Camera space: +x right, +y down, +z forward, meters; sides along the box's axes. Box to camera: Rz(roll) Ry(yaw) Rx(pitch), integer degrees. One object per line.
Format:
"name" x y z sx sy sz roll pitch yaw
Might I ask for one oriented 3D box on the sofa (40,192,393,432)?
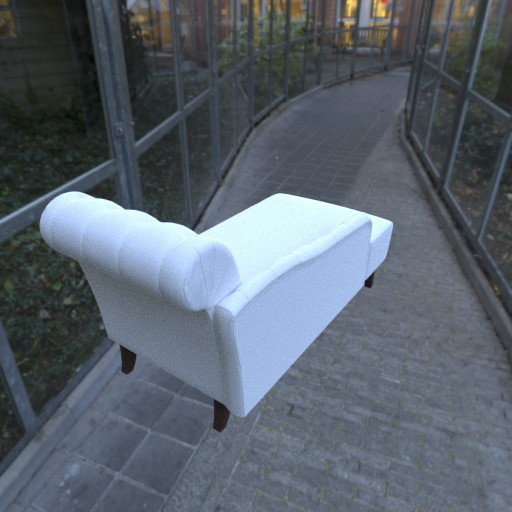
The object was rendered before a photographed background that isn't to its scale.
"sofa" 0.000 0.000 1.801 0.675 0.787 1.379 19 34 30
